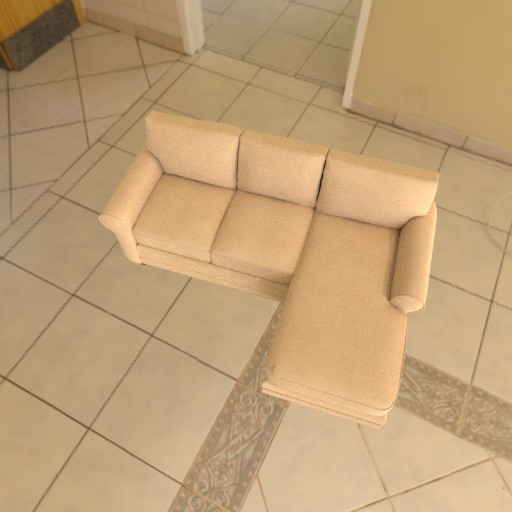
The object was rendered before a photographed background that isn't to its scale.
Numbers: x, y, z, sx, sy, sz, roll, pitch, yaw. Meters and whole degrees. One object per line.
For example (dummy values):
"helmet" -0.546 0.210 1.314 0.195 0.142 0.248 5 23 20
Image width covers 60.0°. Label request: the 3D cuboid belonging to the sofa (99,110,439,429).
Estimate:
"sofa" 0.000 0.000 2.382 1.770 0.734 1.226 15 59 9
